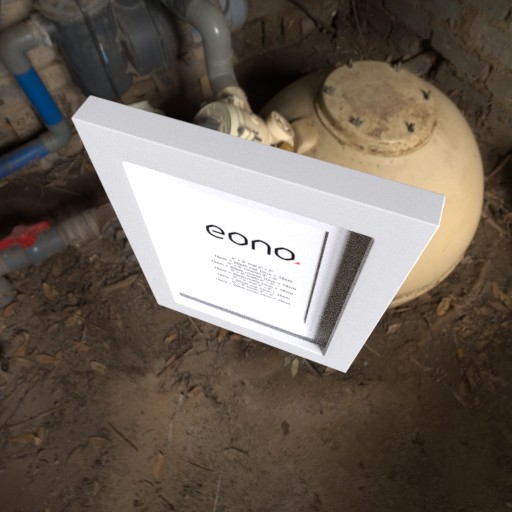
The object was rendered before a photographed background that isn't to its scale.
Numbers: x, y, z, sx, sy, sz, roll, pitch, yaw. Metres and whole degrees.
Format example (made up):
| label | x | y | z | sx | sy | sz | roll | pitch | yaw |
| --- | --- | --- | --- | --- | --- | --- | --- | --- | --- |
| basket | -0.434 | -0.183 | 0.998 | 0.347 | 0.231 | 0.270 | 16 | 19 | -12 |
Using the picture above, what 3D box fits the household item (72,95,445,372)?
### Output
| label | x | y | z | sx | sy | sz | roll | pitch | yaw |
| --- | --- | --- | --- | --- | --- | --- | --- | --- | --- |
| household item | 0.000 | 0.000 | 0.343 | 0.200 | 0.250 | 0.045 | 18 | 62 | 10 |
